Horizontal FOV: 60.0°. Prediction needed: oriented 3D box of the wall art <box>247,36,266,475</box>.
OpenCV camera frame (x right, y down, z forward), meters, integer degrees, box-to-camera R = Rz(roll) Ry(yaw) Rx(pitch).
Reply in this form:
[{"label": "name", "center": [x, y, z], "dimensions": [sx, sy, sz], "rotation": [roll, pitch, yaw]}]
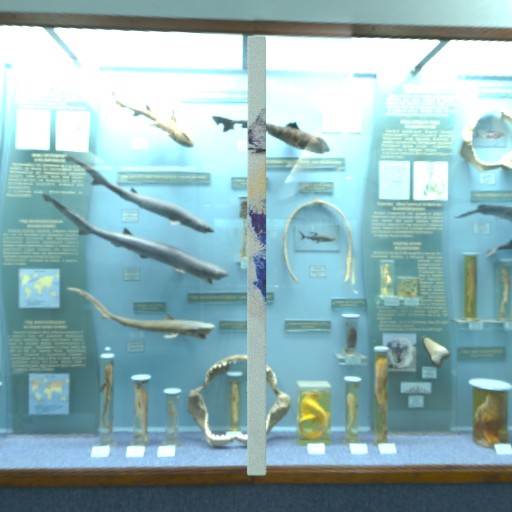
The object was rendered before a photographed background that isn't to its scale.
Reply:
[{"label": "wall art", "center": [0.000, 0.000, 1.333], "dimensions": [0.038, 0.885, 0.887], "rotation": [0, 0, 0]}]
